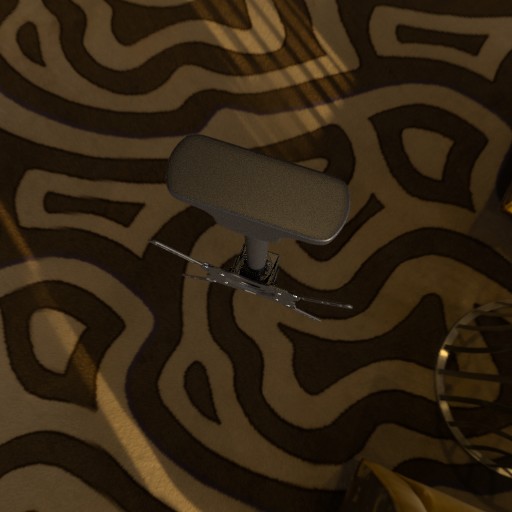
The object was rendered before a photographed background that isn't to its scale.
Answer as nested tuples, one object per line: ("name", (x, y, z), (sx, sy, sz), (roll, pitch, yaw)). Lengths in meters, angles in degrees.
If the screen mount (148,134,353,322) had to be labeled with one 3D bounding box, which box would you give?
("screen mount", (0.000, 0.000, 0.852), (0.393, 0.729, 0.090), (18, 79, 4))
